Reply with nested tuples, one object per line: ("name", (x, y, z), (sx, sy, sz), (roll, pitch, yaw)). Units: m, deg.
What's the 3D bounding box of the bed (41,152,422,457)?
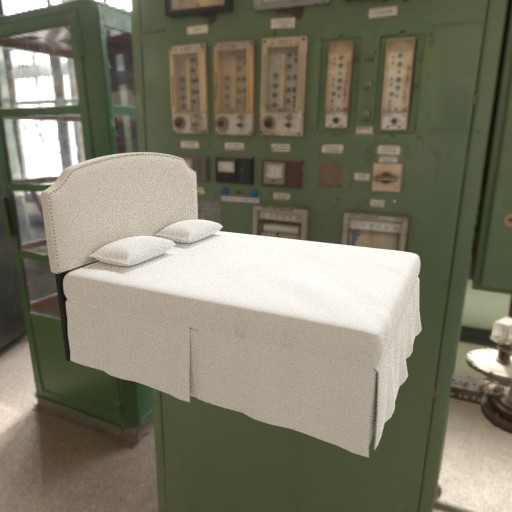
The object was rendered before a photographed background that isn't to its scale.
("bed", (0.000, 0.000, 2.876), (1.999, 1.270, 1.558), (8, 17, 25))
